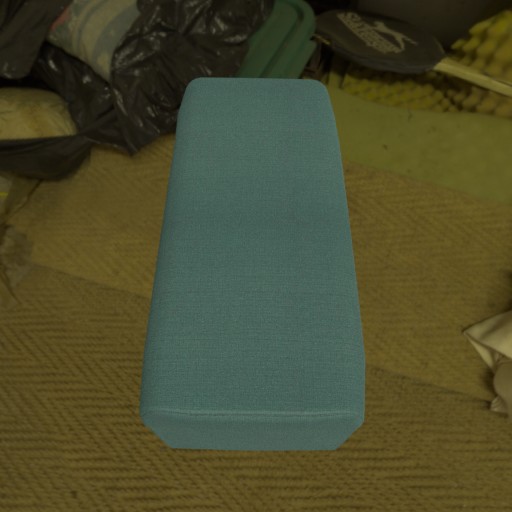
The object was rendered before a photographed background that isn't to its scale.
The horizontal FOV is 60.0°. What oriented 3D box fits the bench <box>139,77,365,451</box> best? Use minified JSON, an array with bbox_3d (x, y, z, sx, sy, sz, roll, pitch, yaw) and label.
[{"bbox_3d":[0.000,0.000,1.256,0.476,0.474,0.995,1,58,0],"label":"bench"}]
